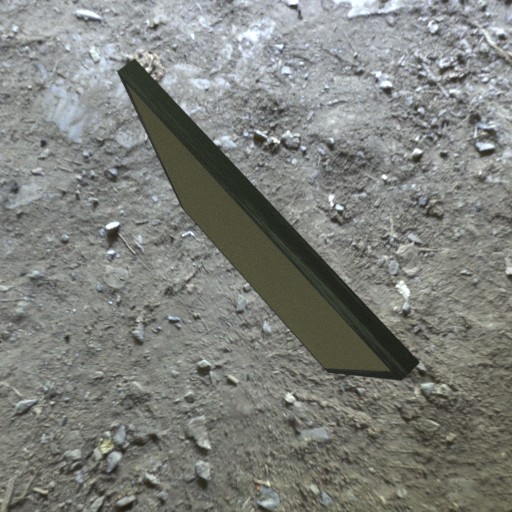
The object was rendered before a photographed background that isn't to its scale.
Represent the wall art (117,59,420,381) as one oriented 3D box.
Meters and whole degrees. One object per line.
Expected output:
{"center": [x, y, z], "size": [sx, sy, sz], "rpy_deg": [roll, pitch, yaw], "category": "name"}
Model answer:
{"center": [0.000, 0.000, 1.155], "size": [0.043, 0.758, 0.762], "rpy_deg": [-40, 80, -9], "category": "wall art"}
